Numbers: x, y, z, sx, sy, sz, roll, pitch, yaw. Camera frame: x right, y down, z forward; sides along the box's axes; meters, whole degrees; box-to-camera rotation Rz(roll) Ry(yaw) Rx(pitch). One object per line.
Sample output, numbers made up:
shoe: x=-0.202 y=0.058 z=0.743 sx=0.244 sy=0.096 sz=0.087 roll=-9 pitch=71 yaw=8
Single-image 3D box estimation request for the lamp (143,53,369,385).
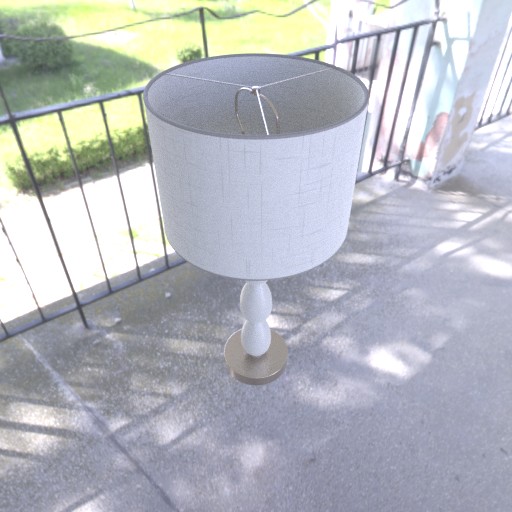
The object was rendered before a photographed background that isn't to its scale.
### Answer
lamp: x=0.000 y=0.000 z=0.738 sx=0.280 sy=0.559 sz=0.282 roll=-25 pitch=47 yaw=-26
